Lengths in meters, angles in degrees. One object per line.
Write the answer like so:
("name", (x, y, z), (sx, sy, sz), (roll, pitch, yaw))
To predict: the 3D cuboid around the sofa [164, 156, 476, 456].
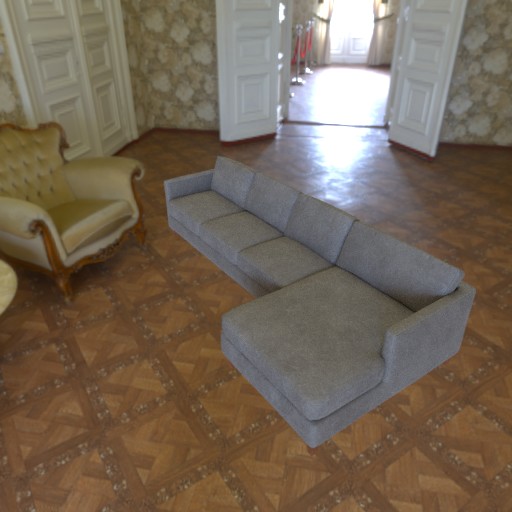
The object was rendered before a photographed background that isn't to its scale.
("sofa", (0.000, 0.000, 4.195), (1.604, 0.950, 3.471), (-19, 35, -30))
